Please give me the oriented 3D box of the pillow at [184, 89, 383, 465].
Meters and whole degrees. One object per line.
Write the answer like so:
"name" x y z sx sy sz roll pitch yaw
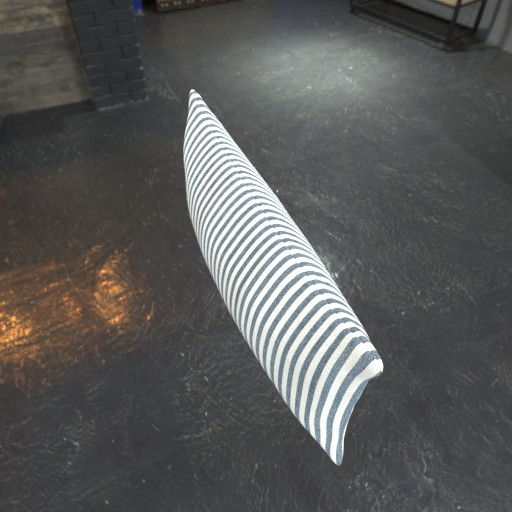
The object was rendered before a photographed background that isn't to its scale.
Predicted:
"pillow" 0.000 0.000 0.725 0.151 0.295 0.617 -17 49 -15
